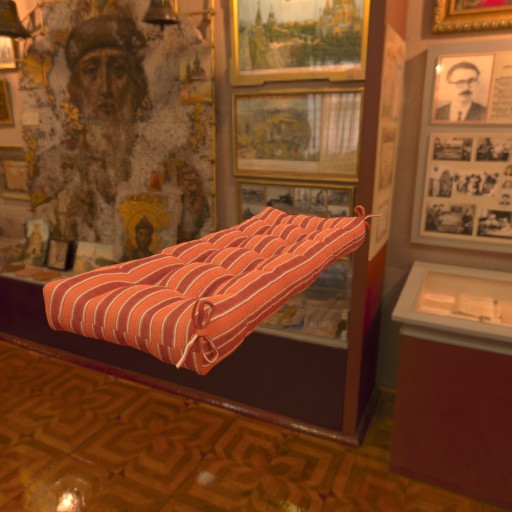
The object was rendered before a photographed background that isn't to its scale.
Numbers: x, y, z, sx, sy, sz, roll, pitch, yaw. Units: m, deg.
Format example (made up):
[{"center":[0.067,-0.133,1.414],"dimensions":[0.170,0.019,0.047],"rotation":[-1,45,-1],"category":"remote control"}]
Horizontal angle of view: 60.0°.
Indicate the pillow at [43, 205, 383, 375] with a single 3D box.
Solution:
[{"center":[0.000,0.000,1.342],"dimensions":[0.511,0.174,1.194],"rotation":[8,18,27],"category":"pillow"}]
